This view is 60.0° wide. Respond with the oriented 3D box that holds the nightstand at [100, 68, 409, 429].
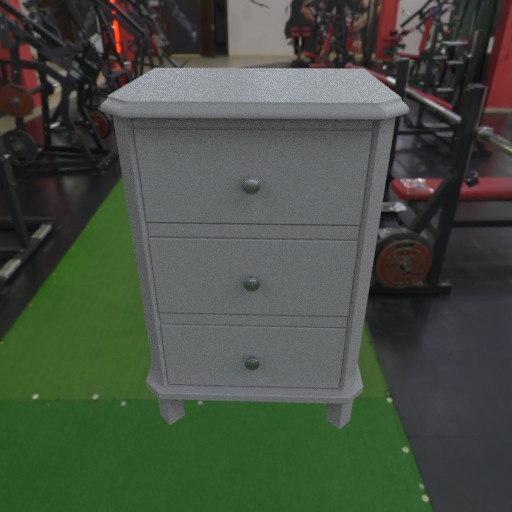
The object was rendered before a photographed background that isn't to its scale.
[{"bbox_3d":[0.000,0.000,0.922,0.450,0.680,0.350,1,30,2],"label":"nightstand"}]
